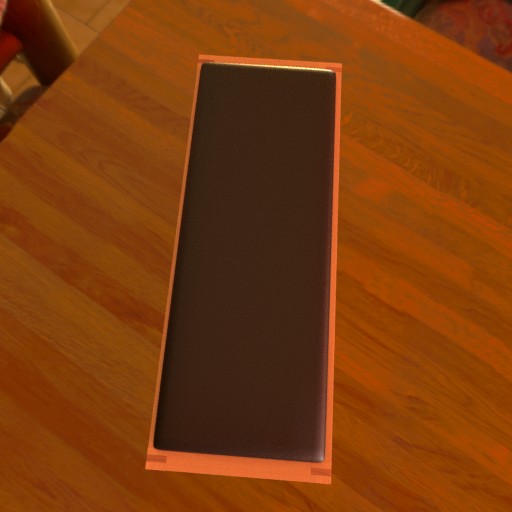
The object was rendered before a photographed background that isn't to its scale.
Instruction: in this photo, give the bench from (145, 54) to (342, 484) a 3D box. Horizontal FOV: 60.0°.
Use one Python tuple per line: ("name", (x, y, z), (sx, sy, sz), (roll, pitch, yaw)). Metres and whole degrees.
("bench", (0.000, 0.000, 1.391), (0.450, 0.430, 1.202), (4, 74, 1))
